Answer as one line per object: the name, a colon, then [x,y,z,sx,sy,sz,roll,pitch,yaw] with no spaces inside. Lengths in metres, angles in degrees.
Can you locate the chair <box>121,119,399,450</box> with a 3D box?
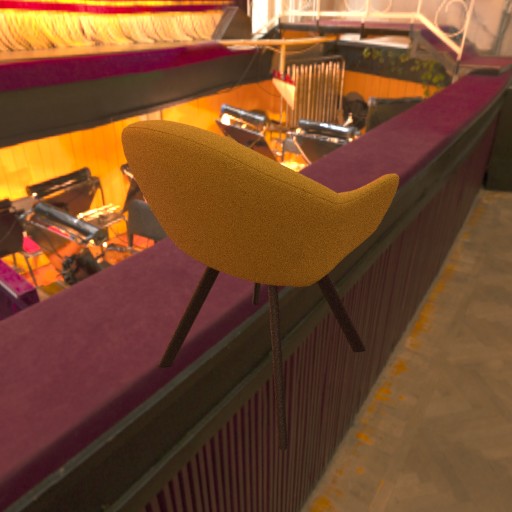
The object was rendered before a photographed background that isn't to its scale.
chair: [0.000,0.000,1.163,0.545,0.775,0.565,22,36,33]
